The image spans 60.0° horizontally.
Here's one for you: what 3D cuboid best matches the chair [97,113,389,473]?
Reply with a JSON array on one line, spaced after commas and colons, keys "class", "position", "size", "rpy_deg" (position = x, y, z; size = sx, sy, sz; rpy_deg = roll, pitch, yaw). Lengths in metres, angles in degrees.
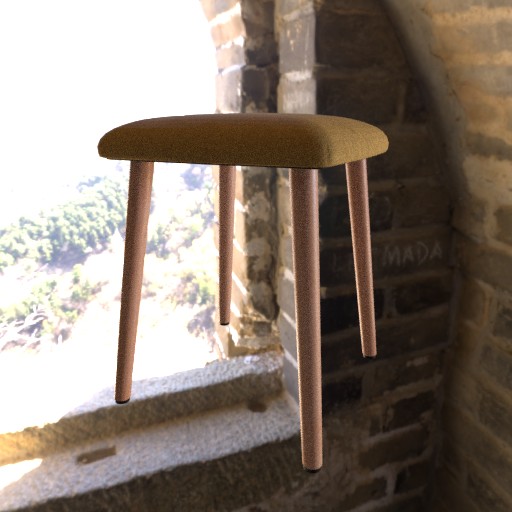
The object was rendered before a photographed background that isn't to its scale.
[{"class": "chair", "position": [0.000, 0.000, 0.718], "size": [0.350, 0.440, 0.350], "rpy_deg": [8, 18, 26]}]
